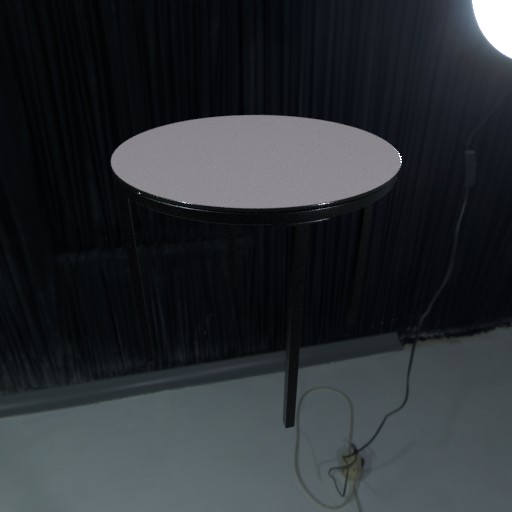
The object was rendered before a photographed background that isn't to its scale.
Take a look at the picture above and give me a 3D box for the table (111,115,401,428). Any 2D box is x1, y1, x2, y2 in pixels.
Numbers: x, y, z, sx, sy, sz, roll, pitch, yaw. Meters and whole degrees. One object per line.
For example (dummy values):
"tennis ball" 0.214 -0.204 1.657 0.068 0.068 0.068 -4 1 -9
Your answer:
"table" 0.000 0.000 0.902 0.499 0.443 0.499 0 31 0
